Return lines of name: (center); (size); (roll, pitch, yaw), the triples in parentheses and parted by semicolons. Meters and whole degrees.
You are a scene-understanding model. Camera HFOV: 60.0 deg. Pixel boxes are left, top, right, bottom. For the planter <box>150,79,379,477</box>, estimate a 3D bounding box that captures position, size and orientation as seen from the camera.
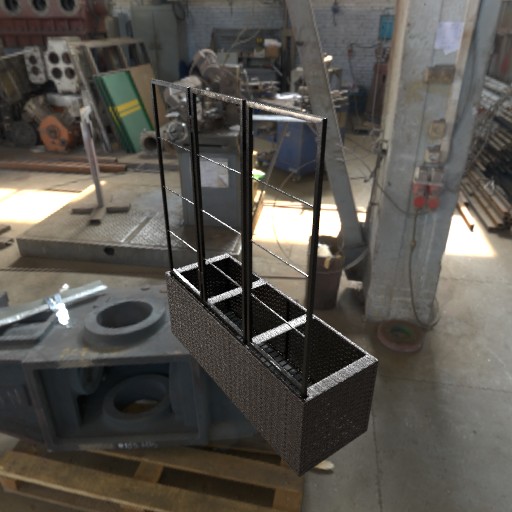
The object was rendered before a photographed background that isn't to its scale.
planter: (0.000, 0.000, 1.186); (0.244, 0.841, 0.699); (-18, 33, -31)
